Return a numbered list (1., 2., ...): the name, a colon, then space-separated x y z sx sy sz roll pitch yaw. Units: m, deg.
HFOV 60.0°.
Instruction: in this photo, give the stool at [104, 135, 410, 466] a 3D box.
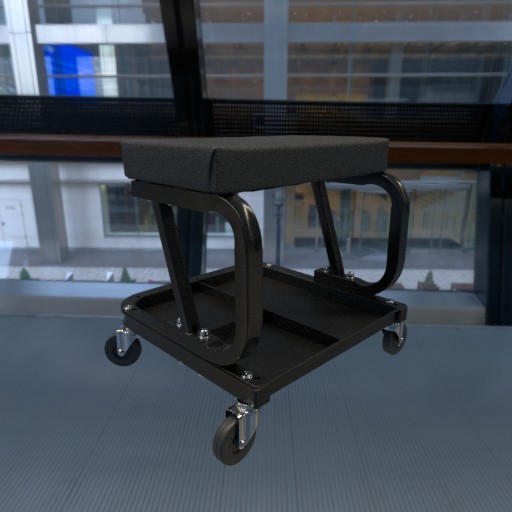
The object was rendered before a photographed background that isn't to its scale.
1. stool: 0.000 0.000 0.737 0.446 0.380 0.371 -16 23 -42
